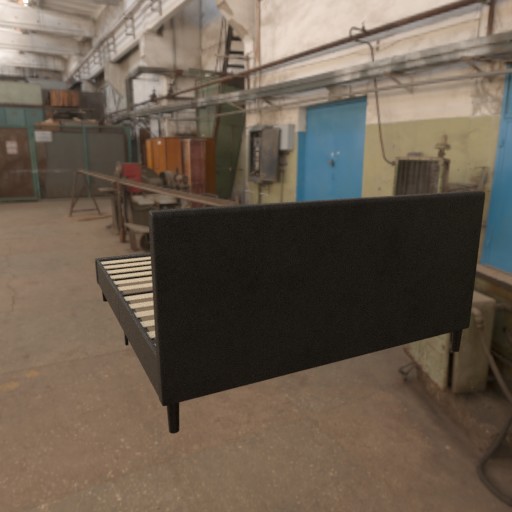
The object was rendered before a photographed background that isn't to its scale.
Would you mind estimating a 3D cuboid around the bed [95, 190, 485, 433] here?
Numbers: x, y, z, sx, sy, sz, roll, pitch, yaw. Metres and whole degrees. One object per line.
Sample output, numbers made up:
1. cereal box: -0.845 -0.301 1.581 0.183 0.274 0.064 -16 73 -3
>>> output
1. bed: 0.000 0.000 3.276 2.018 1.046 2.152 -7 15 -26
